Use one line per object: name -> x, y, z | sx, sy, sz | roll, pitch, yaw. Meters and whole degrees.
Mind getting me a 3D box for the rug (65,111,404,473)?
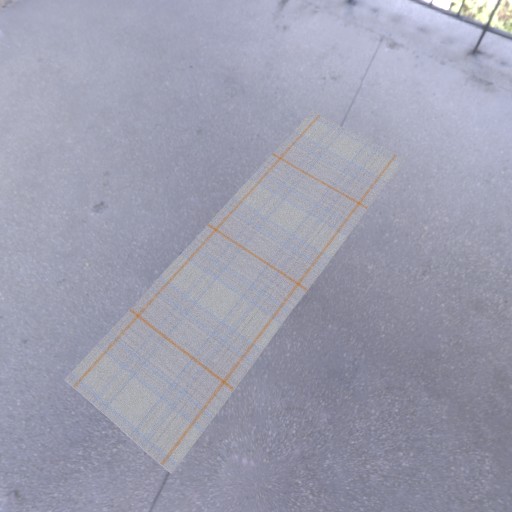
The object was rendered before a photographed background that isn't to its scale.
rug -> 0.000, 0.000, 2.738 | 0.770, 0.016, 2.442 | 33, 68, 16
